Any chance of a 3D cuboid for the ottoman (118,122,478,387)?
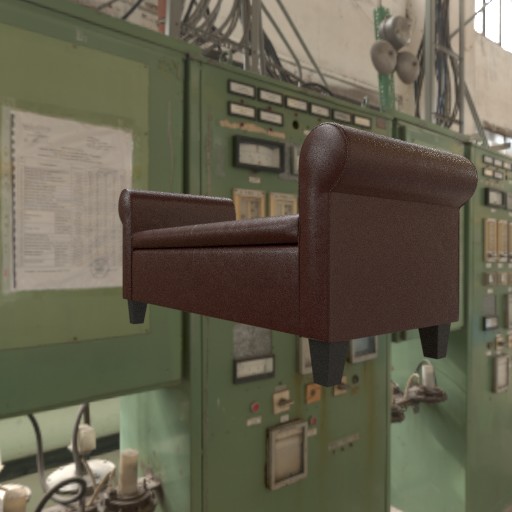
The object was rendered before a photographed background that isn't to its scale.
[{"bbox_3d":[0.000,0.000,1.502,0.521,0.547,1.256,0,0,-37],"label":"ottoman"}]
